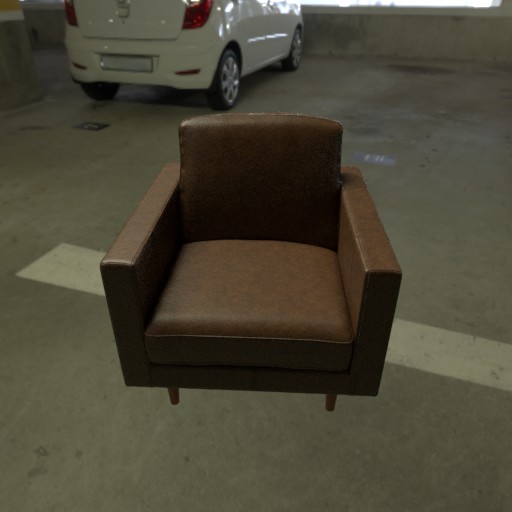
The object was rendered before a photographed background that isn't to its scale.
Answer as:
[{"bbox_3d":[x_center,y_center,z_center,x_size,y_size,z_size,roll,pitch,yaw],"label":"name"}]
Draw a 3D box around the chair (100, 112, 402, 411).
[{"bbox_3d":[0.000,0.000,1.742,0.890,0.956,0.909,2,31,3],"label":"chair"}]
